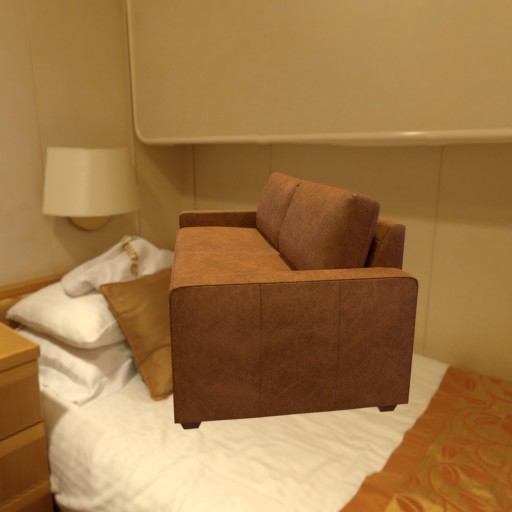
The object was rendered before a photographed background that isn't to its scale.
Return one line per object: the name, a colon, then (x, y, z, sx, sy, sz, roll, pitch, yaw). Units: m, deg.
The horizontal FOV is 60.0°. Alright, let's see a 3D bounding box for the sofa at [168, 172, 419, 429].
sofa: (0.000, 0.000, 2.702, 0.991, 0.928, 2.156, -2, 13, -8)
